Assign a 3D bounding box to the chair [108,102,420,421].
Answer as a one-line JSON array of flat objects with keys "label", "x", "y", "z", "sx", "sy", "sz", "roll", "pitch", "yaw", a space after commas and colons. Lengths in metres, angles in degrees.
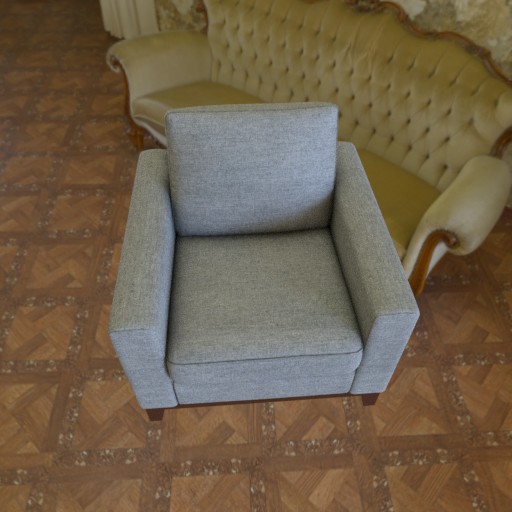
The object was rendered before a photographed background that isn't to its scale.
[{"label": "chair", "x": 0.000, "y": 0.000, "z": 1.883, "sx": 1.024, "sy": 1.010, "sz": 1.038, "roll": -3, "pitch": 47, "yaw": -3}]
